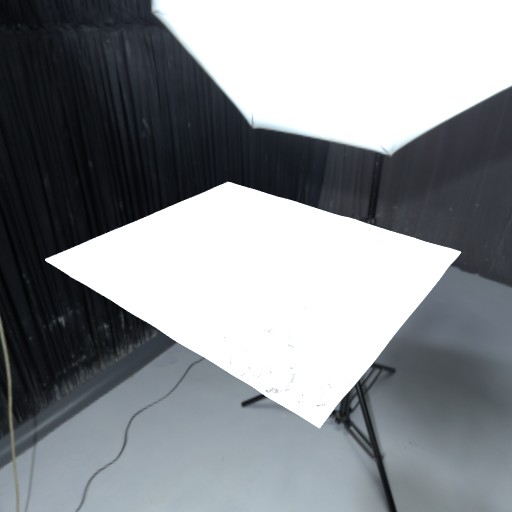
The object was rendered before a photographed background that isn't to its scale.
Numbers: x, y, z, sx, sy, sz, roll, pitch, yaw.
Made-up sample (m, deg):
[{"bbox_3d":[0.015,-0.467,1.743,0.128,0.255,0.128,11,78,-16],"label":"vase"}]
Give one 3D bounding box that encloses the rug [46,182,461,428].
[{"bbox_3d":[0.000,0.000,0.894,0.639,0.006,0.548,22,37,33],"label":"rug"}]
